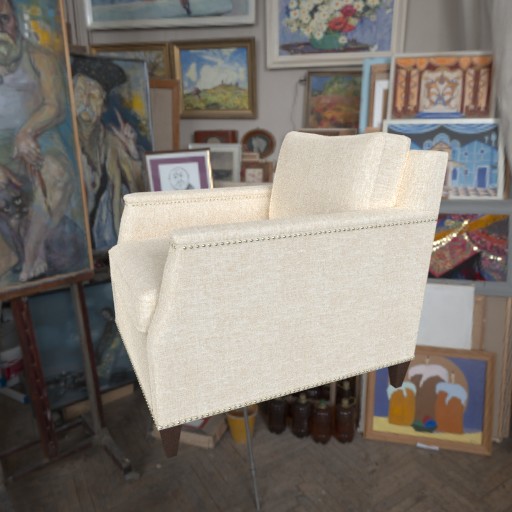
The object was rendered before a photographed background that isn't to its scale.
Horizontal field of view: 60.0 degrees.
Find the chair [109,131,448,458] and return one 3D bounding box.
[{"bbox_3d":[0.000,0.000,1.740,1.041,0.940,0.838,-7,18,-24],"label":"chair"}]
